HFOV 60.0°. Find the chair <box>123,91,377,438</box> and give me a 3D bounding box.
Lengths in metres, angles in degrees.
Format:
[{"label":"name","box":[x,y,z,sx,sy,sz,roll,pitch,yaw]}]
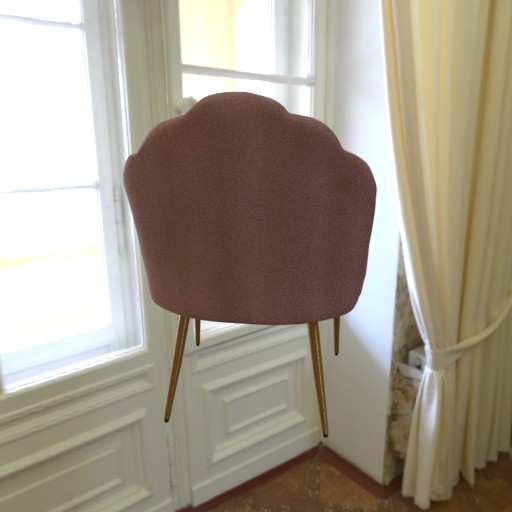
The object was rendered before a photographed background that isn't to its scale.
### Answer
[{"label":"chair","box":[0.000,0.000,1.248,0.657,0.819,0.599,2,15,8]}]
